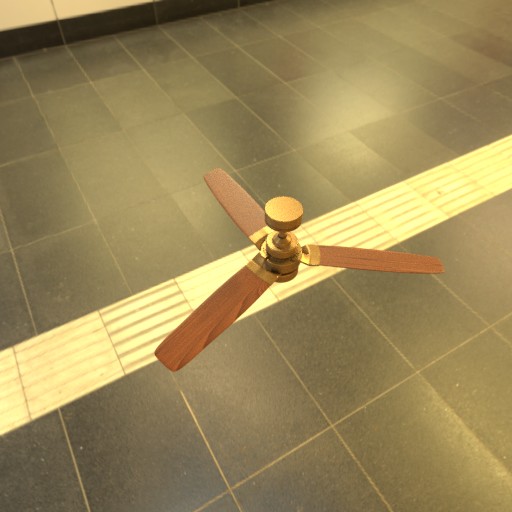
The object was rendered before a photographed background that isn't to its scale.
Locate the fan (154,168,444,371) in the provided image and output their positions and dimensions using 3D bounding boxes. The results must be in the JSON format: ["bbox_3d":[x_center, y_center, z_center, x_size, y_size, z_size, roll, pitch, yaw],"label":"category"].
[{"bbox_3d":[0.000,0.000,2.081,1.416,0.425,1.271,32,55,26],"label":"fan"}]
